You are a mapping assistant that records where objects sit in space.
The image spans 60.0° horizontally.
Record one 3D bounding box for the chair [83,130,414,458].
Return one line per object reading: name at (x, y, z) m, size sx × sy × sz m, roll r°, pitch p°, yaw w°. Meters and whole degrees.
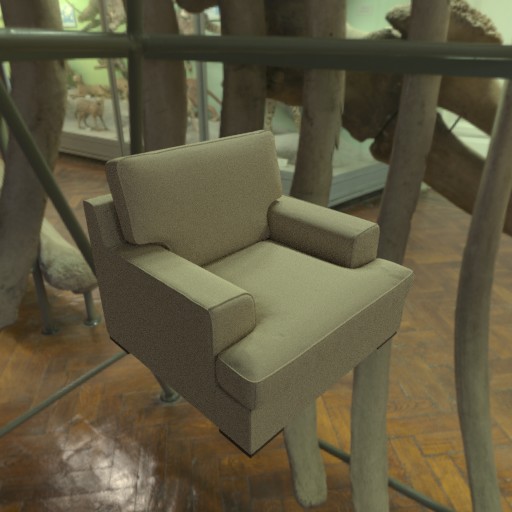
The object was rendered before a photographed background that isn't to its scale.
chair at (0.000, 0.000, 2.179) m, size 1.274 × 1.005 × 1.293 m, roll 19°, pitch 32°, yaw 33°
